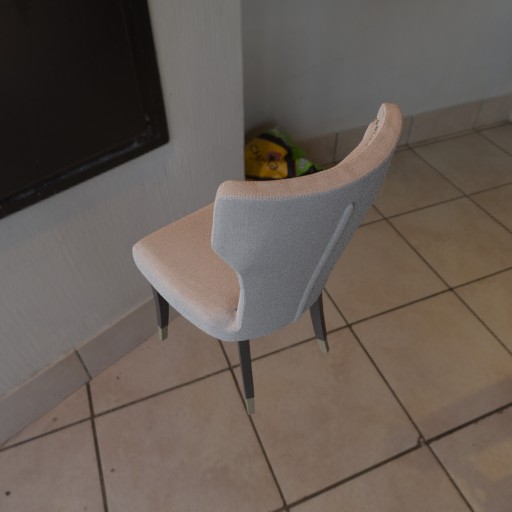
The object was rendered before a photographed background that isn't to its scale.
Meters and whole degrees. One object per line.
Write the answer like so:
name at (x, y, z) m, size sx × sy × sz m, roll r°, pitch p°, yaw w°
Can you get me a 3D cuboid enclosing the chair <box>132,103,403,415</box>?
chair at (0.000, 0.000, 1.321) m, size 0.526 × 0.950 × 0.630 m, roll -31°, pitch 53°, yaw -27°
